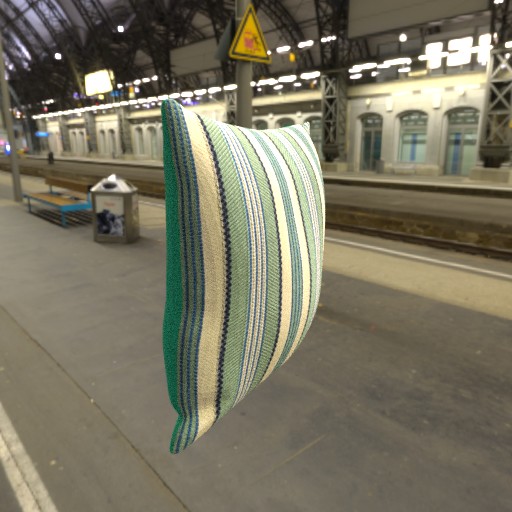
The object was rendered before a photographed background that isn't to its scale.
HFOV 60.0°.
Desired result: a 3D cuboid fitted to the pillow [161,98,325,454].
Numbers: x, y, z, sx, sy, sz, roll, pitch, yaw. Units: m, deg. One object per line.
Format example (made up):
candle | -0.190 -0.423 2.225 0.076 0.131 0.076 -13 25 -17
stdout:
pillow | 0.000 0.000 0.706 0.182 0.441 0.440 7 16 27
